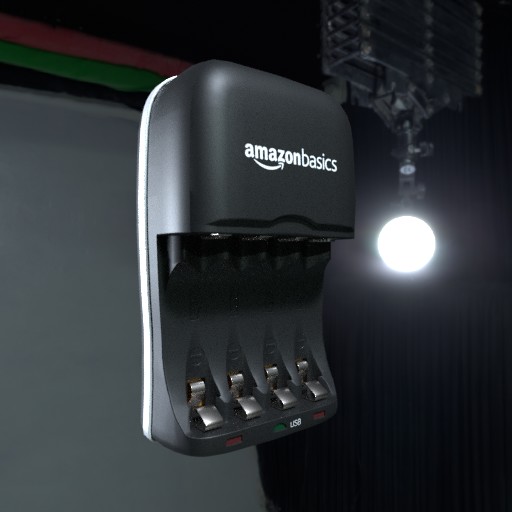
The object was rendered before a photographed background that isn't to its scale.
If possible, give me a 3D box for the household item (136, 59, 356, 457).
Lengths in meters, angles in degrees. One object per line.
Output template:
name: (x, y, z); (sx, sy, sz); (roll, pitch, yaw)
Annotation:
household item: (0.000, 0.000, 0.144); (0.070, 0.114, 0.038); (0, 0, -37)
